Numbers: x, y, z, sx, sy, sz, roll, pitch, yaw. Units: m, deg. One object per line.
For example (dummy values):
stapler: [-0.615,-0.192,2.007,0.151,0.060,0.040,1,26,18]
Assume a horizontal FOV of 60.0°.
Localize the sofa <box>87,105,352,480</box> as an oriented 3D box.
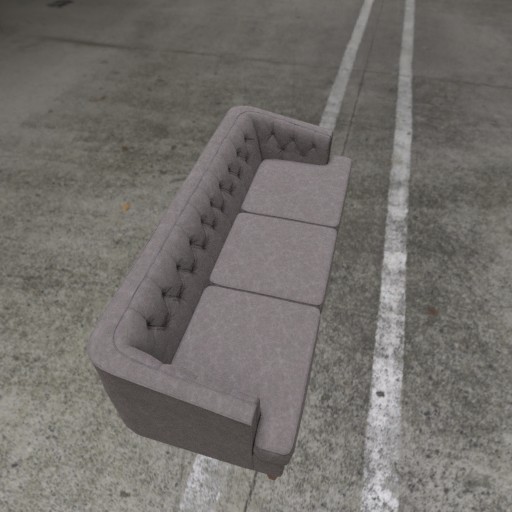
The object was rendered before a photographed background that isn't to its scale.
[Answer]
sofa: [0.000,0.000,2.685,0.917,0.806,2.247,11,48,10]
